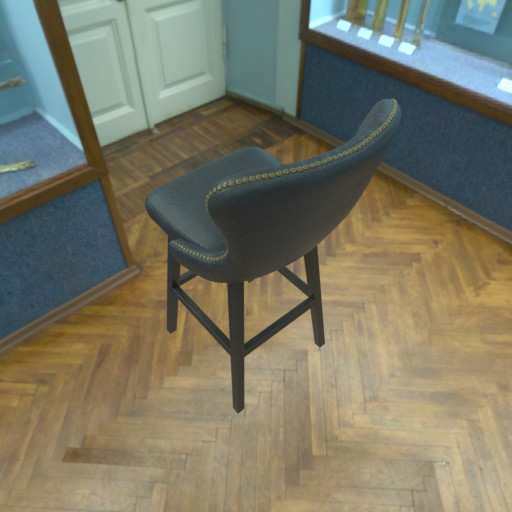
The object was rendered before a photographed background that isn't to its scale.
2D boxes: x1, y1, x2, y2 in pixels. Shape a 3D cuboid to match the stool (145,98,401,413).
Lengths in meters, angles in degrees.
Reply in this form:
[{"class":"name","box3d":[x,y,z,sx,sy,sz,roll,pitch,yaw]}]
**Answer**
[{"class":"stool","box3d":[0.000,0.000,1.356,0.528,1.050,0.601,-32,54,-26]}]
